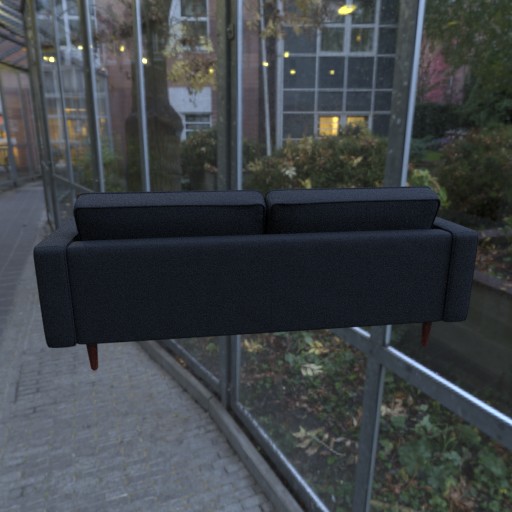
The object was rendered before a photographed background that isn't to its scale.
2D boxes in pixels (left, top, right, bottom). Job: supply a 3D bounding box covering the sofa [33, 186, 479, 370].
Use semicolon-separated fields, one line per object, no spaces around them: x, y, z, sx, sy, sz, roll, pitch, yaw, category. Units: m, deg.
0.000;0.000;2.302;1.875;0.759;0.914;-2;16;-8;sofa
